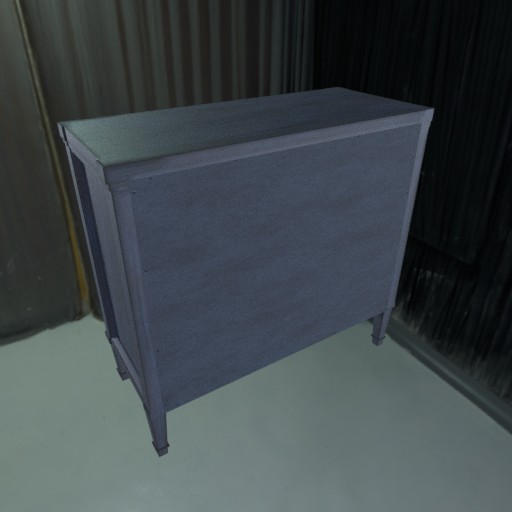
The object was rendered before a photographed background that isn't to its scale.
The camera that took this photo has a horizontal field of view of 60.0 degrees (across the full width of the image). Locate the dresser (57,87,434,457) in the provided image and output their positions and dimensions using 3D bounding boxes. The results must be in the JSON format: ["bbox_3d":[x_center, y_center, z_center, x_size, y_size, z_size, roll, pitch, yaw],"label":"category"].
[{"bbox_3d":[0.000,0.000,1.582,1.049,0.986,0.463,-18,35,-28],"label":"dresser"}]
